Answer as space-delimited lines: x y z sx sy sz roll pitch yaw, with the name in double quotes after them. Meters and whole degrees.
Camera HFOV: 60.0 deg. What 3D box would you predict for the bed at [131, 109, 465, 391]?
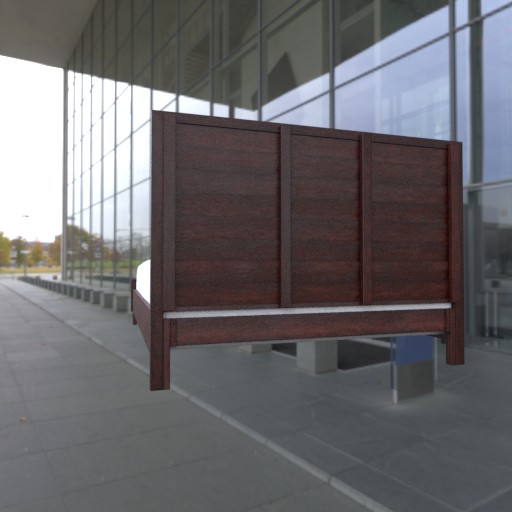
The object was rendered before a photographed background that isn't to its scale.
0.000 0.000 3.946 2.040 1.492 2.803 0 -1 -18 "bed"
